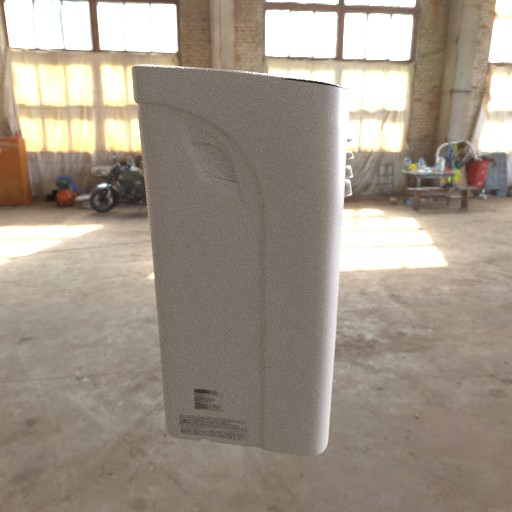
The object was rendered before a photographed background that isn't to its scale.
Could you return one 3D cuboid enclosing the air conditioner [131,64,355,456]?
[{"bbox_3d":[0.000,0.000,0.918,0.369,0.716,0.352,3,16,10],"label":"air conditioner"}]
